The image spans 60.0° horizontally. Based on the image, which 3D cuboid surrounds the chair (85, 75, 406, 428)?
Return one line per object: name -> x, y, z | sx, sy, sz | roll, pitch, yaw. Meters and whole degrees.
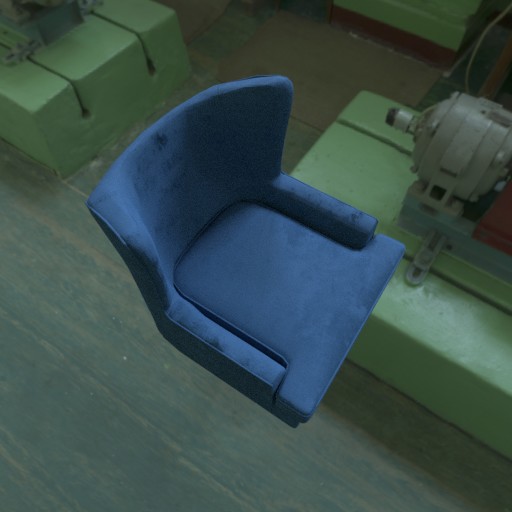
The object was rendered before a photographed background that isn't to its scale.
chair -> 0.000, 0.000, 1.642 | 0.910, 0.952, 0.793 | 29, 63, 17
